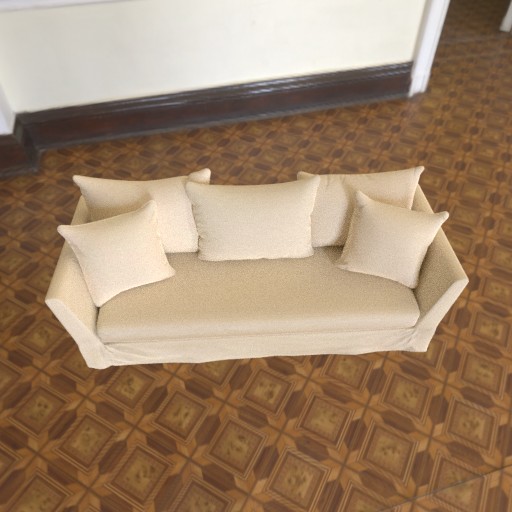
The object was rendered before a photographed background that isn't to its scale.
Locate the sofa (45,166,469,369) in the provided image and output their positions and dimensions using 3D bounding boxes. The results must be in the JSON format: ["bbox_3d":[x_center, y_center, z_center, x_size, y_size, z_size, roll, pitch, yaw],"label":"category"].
[{"bbox_3d":[0.000,0.000,3.074,2.484,1.042,1.030,-2,46,-2],"label":"sofa"}]
